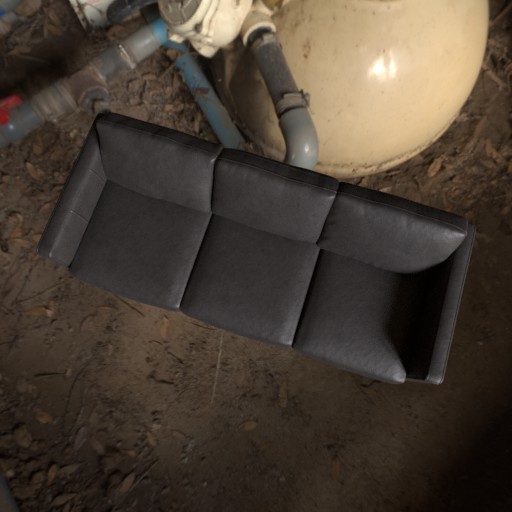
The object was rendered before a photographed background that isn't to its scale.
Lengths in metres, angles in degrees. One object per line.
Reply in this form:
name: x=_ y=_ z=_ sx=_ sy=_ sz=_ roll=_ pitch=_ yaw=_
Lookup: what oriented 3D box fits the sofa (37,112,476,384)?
sofa: x=0.000 y=0.000 z=2.915 sx=2.464 sy=1.006 sz=1.045 roll=18 pitch=77 yaw=4
